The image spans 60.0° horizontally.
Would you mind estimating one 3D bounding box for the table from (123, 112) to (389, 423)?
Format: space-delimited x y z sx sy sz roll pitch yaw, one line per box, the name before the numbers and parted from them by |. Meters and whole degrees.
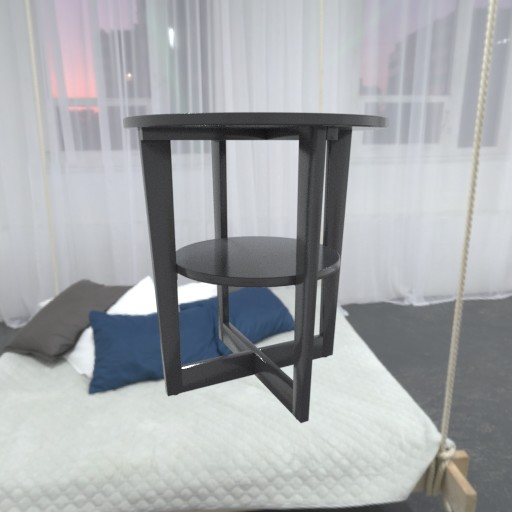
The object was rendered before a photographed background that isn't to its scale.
table | 0.000 0.000 0.937 0.500 0.550 0.500 0 15 0
